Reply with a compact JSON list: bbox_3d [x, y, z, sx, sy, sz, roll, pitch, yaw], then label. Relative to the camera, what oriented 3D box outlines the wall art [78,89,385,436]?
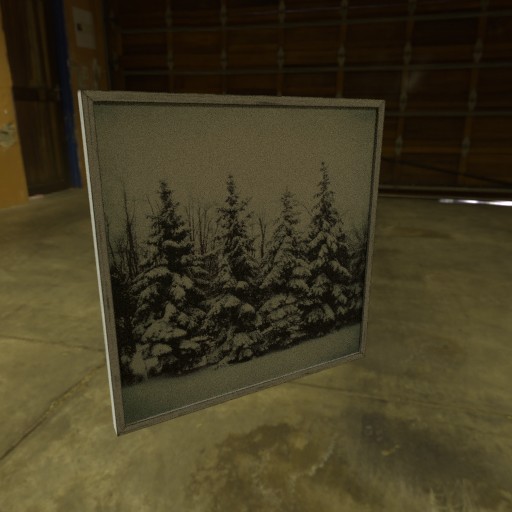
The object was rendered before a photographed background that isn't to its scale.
[{"bbox_3d":[0.000,0.000,1.118,0.761,0.761,0.037,-9,19,-28],"label":"wall art"}]
